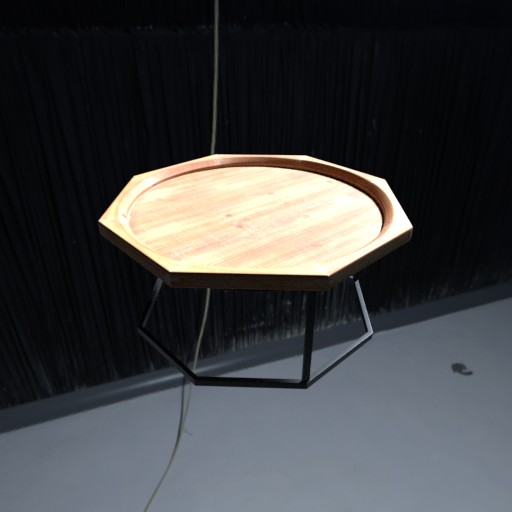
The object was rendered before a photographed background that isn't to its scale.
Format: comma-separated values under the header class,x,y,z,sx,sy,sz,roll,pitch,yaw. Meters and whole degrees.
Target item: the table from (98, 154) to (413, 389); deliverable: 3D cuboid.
class,x,y,z,sx,sy,sz,roll,pitch,yaw
table,0.000,0.000,1.577,1.002,0.444,1.002,0,30,0
